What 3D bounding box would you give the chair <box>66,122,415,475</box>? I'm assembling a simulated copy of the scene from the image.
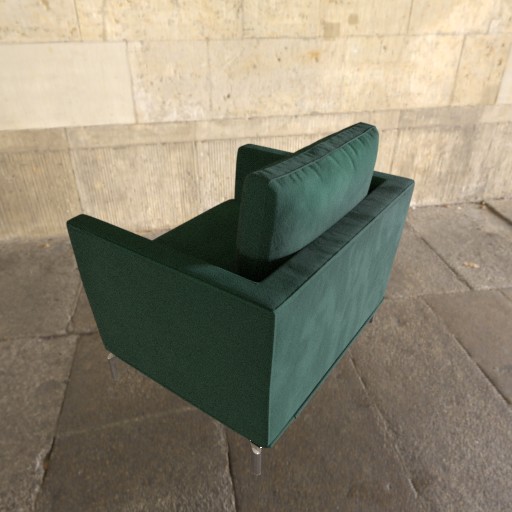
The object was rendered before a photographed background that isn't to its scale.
[{"bbox_3d":[0.000,0.000,1.759,0.852,0.997,1.047,20,37,30],"label":"chair"}]
